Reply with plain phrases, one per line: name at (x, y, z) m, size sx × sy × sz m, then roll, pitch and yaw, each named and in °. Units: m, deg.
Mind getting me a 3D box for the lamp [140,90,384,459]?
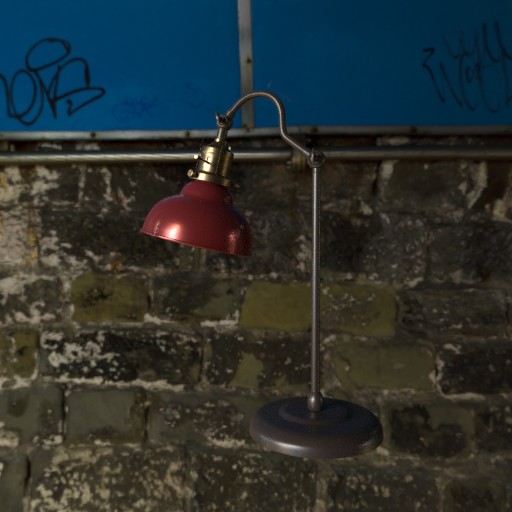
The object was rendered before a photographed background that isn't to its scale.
lamp at (0.000, 0.000, 0.678) m, size 0.374 × 0.508 × 0.192 m, roll 0°, pitch -1°, yaw 19°
